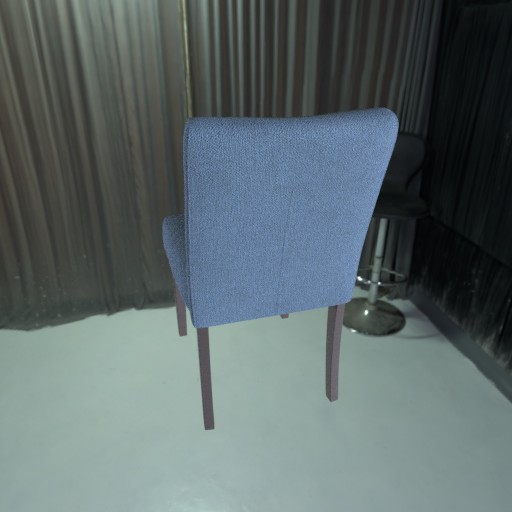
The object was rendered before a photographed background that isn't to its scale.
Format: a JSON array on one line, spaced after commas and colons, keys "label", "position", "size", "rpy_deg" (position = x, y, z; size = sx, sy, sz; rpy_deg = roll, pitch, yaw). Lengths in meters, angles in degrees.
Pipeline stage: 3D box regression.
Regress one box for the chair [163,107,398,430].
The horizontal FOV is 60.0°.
[{"label": "chair", "position": [0.000, 0.000, 1.290], "size": [0.487, 0.882, 0.629], "rpy_deg": [-8, 28, -15]}]
